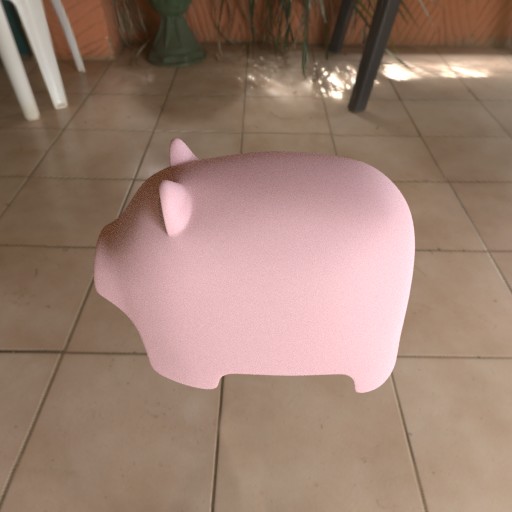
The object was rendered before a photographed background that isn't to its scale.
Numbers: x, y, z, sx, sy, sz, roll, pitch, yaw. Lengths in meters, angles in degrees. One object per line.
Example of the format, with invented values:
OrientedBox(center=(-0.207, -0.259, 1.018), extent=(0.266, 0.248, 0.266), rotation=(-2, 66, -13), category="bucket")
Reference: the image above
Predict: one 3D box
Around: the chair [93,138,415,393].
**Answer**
OrientedBox(center=(0.000, 0.000, 0.864), extent=(0.619, 0.423, 0.364), rotation=(0, 42, 0), category="chair")
